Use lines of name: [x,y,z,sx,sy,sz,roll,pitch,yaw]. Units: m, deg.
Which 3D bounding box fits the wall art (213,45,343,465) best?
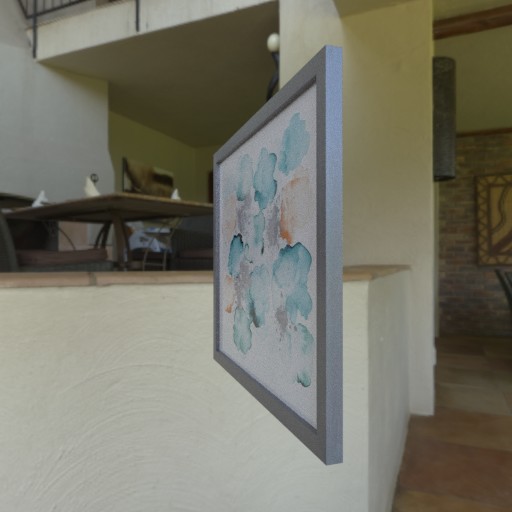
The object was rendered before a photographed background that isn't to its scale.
wall art: [0.000,0.000,0.904,0.026,0.558,0.660,0,0,-19]
